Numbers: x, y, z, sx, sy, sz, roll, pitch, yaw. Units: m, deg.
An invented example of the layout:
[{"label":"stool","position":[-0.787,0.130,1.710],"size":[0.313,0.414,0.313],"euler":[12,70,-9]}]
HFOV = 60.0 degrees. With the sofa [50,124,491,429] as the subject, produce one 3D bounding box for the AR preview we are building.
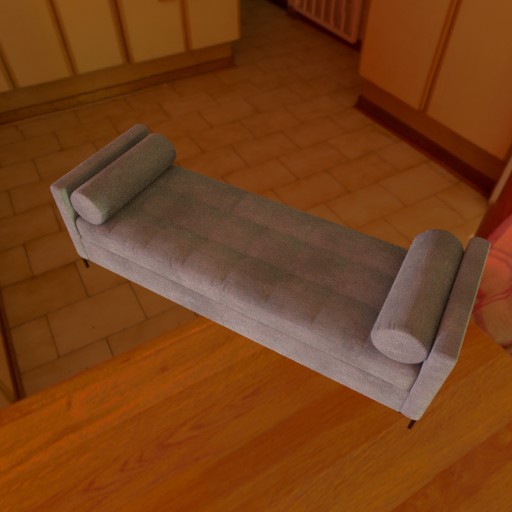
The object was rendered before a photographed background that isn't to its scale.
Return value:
[{"label":"sofa","position":[0.000,0.000,2.279],"size":[1.981,0.635,0.686],"euler":[23,51,20]}]
